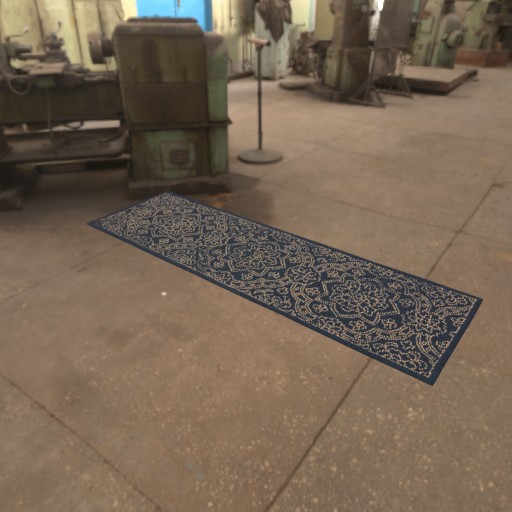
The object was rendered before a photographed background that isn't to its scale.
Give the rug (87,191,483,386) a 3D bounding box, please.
[{"bbox_3d":[0.000,0.000,2.725,2.448,0.012,0.769,22,37,32],"label":"rug"}]
